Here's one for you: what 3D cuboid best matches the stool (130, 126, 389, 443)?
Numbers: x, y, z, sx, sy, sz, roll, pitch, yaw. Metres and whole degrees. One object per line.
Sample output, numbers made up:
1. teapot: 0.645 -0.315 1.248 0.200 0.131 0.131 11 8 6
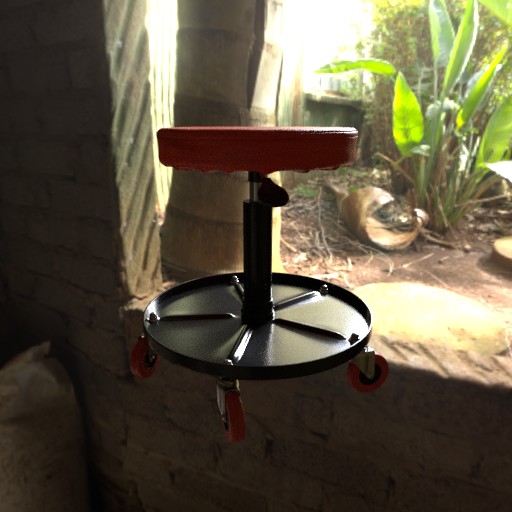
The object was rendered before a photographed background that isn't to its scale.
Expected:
1. stool: 0.000 0.000 0.655 0.381 0.365 0.382 -3 17 -9
